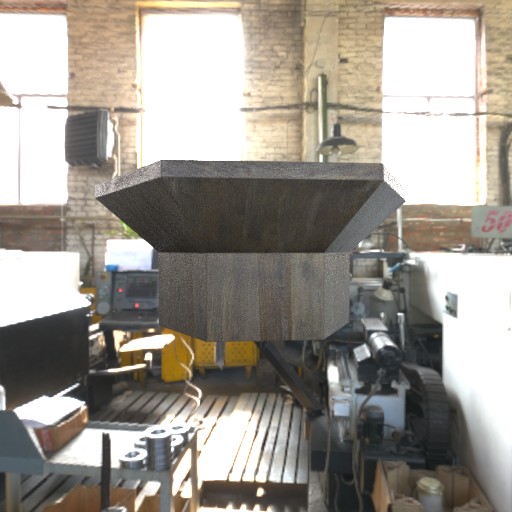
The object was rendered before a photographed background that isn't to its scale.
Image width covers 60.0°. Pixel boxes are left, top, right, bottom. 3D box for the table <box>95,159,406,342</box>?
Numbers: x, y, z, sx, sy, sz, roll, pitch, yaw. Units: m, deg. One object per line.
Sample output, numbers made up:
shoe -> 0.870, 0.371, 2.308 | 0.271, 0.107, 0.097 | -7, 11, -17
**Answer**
table -> 0.000, 0.000, 1.585 | 0.966, 0.488, 1.115 | -1, 1, -36
